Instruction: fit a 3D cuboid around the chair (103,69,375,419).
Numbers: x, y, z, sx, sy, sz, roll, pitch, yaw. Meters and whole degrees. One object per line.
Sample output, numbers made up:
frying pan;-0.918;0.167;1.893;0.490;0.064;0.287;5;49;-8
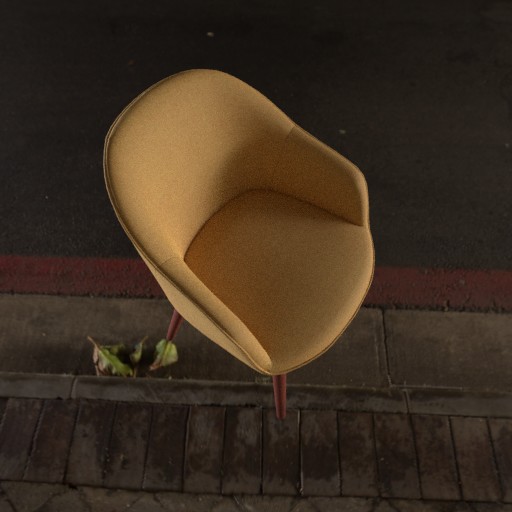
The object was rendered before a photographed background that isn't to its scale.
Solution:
chair;0.000;0.000;1.256;0.635;0.823;0.596;30;62;18
